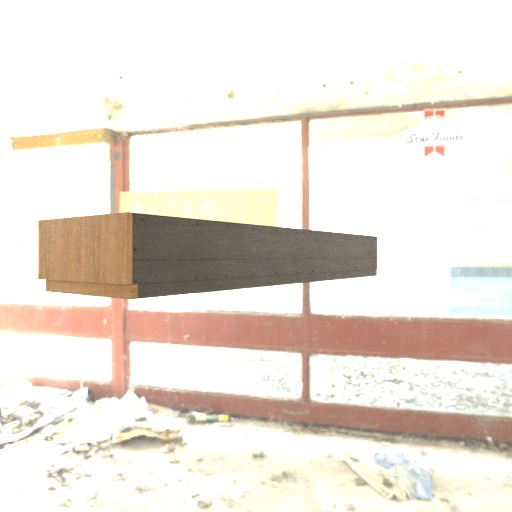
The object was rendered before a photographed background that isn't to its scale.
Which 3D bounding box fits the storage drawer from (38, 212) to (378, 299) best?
[{"bbox_3d":[0.000,0.000,2.304,0.538,0.264,2.032,0,0,36],"label":"storage drawer"}]
